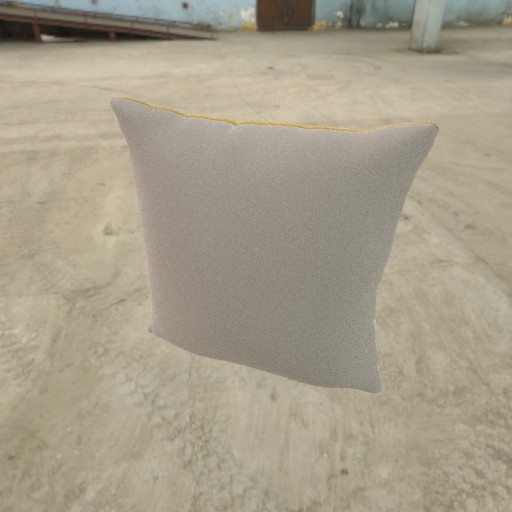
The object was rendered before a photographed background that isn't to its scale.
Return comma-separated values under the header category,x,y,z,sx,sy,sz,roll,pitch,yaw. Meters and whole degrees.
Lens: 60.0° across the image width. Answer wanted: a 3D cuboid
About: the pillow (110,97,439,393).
category,x,y,z,sx,sy,sz,roll,pitch,yaw
pillow,0.000,0.000,0.693,0.450,0.450,0.211,10,33,16
